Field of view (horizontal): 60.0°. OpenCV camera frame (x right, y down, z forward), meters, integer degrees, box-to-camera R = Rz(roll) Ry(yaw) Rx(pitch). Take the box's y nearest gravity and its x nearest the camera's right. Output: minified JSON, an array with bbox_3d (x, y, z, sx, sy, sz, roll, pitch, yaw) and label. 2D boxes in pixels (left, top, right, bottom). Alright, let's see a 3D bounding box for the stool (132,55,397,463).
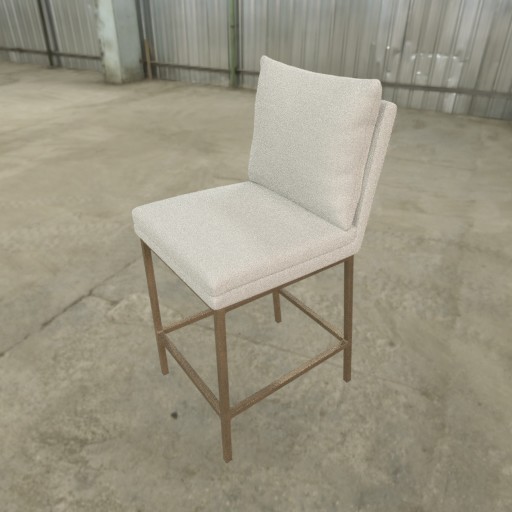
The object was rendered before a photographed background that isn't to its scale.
[{"bbox_3d":[0.000,0.000,1.332,0.572,1.032,0.463,-21,38,-30],"label":"stool"}]
